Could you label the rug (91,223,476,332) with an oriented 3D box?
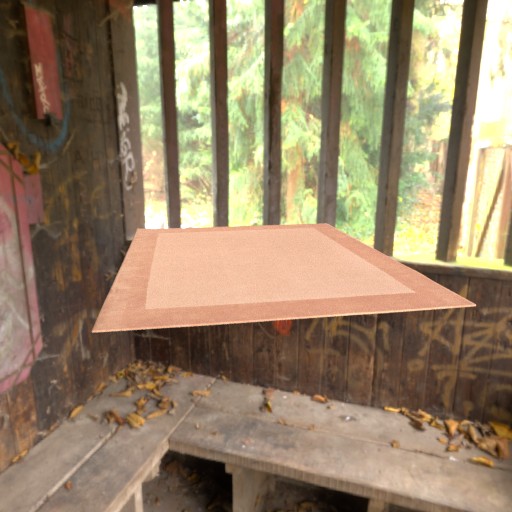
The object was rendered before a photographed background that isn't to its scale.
[{"bbox_3d":[0.000,0.000,4.166,2.431,0.021,3.057,-3,15,-10],"label":"rug"}]
